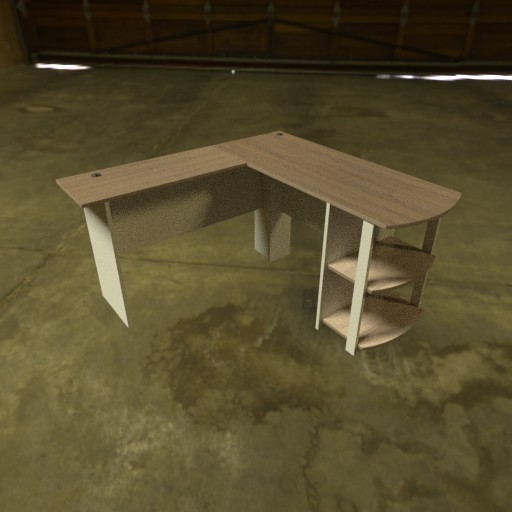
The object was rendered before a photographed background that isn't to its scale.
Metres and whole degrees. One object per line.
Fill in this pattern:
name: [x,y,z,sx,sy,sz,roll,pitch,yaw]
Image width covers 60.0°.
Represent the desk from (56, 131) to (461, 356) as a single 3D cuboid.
desk: [0.000,0.000,2.163,1.361,0.716,1.303,-22,37,-31]
